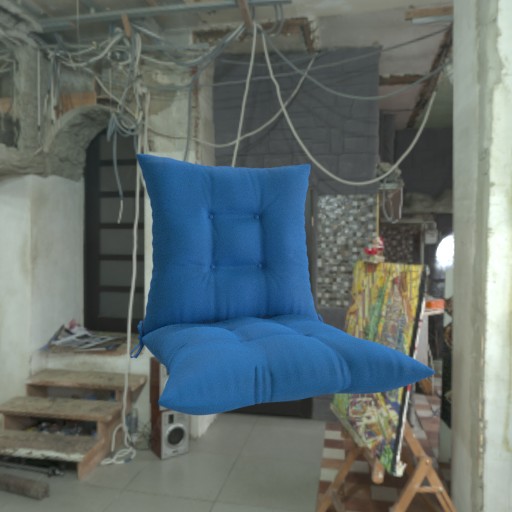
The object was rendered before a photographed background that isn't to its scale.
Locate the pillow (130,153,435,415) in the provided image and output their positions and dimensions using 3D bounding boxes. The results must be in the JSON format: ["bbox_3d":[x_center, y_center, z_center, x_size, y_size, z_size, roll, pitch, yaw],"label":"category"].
[{"bbox_3d":[0.000,0.000,1.010,0.541,0.536,0.585,0,1,-18],"label":"pillow"}]
